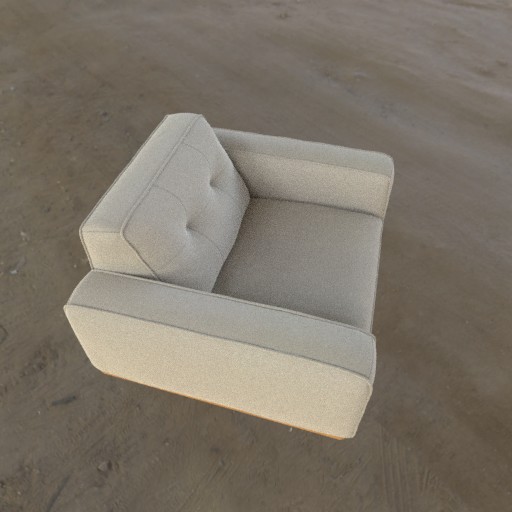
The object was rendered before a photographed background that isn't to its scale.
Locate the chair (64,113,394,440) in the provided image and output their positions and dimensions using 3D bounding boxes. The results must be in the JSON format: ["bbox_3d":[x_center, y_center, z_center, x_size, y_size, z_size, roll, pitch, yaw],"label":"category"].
[{"bbox_3d":[0.000,0.000,1.739,0.953,0.779,1.115,11,48,10],"label":"chair"}]
